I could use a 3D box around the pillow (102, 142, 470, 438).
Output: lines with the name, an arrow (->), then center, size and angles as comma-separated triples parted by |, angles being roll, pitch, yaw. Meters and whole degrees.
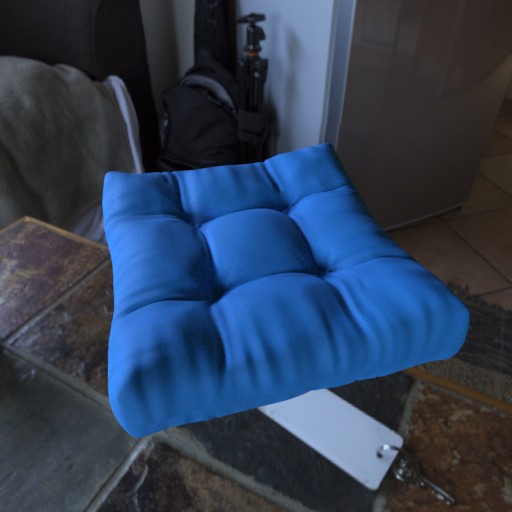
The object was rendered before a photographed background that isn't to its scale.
pillow -> 0.000, 0.000, 0.713 | 0.468, 0.128, 0.490 | -10, 42, -12
